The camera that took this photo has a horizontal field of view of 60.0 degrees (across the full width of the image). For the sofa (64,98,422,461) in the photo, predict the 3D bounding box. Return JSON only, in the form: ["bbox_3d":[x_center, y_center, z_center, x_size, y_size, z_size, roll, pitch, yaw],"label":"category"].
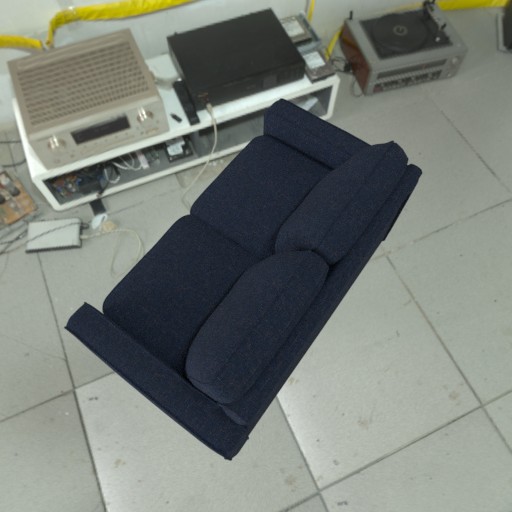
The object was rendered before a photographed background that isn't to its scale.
[{"bbox_3d":[0.000,0.000,2.277,0.947,0.918,1.709,33,69,15],"label":"sofa"}]
